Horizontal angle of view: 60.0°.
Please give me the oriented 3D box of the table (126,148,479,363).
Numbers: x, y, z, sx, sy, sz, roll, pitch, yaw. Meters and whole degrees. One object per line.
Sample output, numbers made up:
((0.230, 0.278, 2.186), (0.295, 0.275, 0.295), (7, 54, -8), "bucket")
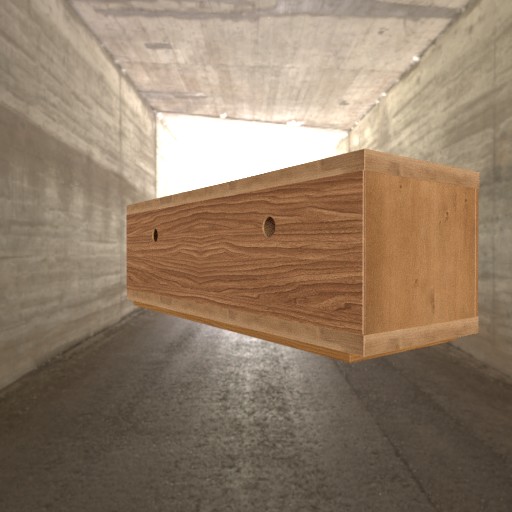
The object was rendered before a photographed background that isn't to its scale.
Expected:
((0.000, 0.000, 1.736), (0.499, 0.491, 1.499), (0, 1, -36), "table")
